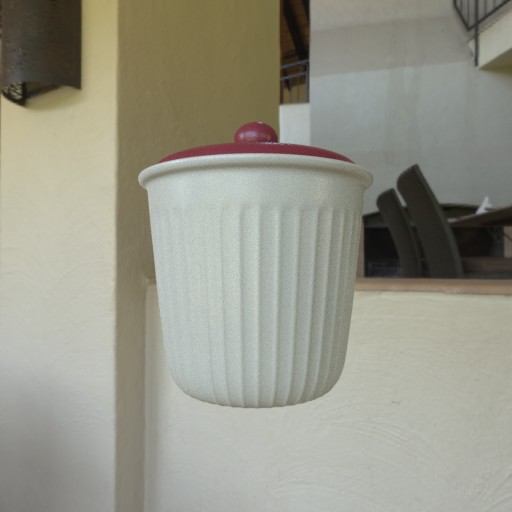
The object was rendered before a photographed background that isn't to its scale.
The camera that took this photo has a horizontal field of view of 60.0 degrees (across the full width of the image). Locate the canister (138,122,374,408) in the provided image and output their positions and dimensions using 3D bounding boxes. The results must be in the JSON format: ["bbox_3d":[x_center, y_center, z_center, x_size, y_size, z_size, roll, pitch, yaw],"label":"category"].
[{"bbox_3d":[0.000,0.000,0.351,0.181,0.211,0.181,0,-1,0],"label":"canister"}]
